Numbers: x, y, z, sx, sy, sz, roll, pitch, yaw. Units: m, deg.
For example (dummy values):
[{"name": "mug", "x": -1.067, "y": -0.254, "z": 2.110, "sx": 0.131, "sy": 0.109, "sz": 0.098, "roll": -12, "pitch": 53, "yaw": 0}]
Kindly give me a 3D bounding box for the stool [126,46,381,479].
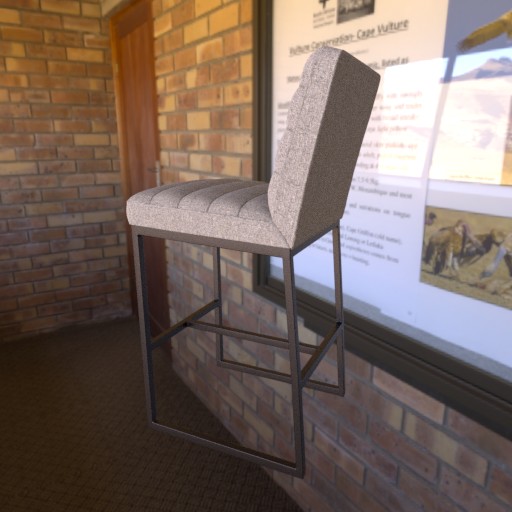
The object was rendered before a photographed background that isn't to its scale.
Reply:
[{"name": "stool", "x": 0.000, "y": 0.000, "z": 1.296, "sx": 0.571, "sy": 1.034, "sz": 0.459, "roll": 7, "pitch": 16, "yaw": 24}]
